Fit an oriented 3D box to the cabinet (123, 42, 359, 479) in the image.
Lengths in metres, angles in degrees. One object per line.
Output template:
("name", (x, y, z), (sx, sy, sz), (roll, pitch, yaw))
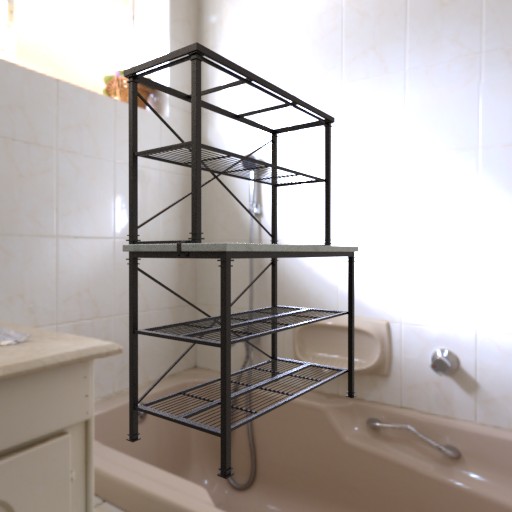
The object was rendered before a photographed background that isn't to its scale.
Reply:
("cabinet", (0.000, 0.000, 2.286), (0.610, 1.659, 1.210), (0, 0, 36))
